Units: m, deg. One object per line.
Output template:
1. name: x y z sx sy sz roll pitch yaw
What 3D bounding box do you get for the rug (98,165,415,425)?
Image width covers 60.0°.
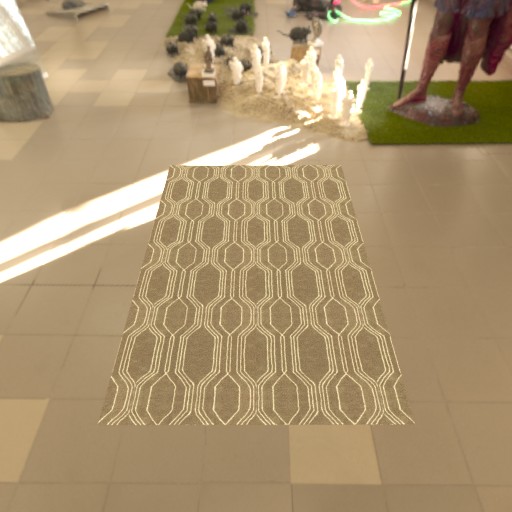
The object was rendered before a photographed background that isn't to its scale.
1. rug: 0.000 0.000 3.065 1.541 0.012 2.457 0 42 0
